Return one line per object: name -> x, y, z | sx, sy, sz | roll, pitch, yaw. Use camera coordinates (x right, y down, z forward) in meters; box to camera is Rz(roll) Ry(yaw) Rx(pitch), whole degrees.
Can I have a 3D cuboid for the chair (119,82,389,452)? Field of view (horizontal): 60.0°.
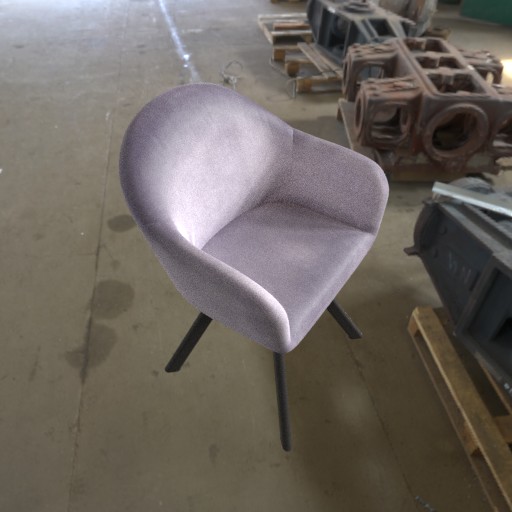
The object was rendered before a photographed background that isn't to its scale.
chair -> 0.000, 0.000, 1.175 | 0.540, 0.780, 0.570 | 25, 47, 25
